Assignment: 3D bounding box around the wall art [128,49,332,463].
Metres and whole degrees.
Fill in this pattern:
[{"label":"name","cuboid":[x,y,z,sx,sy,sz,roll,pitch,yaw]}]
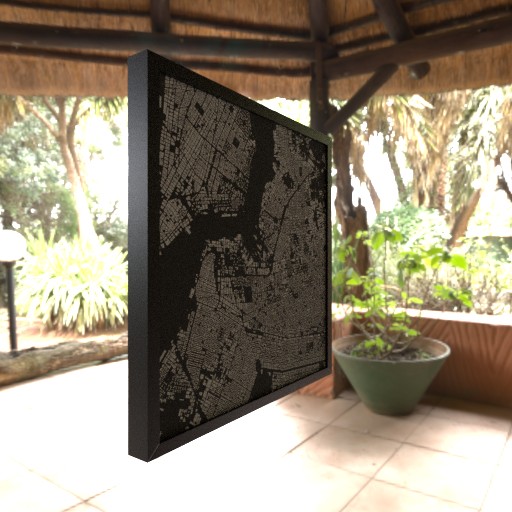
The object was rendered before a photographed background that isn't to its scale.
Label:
[{"label":"wall art","cuboid":[0.000,0.000,0.758,0.038,0.506,0.506,0,0,36]}]
